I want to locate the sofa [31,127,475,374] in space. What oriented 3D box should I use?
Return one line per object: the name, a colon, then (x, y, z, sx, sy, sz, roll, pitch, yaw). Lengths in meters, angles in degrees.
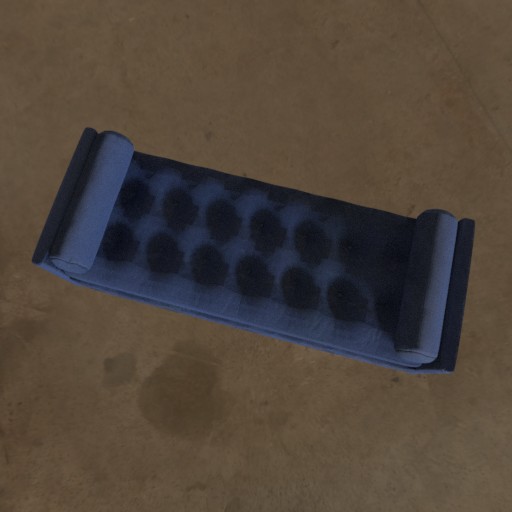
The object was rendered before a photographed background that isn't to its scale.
sofa: (0.000, 0.000, 2.469, 2.102, 0.705, 0.796, 14, 75, 4)
